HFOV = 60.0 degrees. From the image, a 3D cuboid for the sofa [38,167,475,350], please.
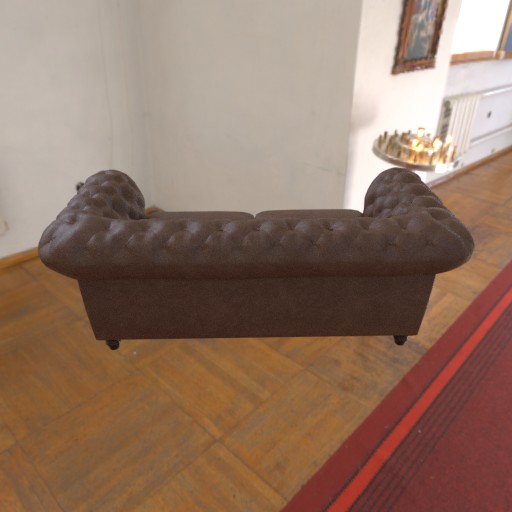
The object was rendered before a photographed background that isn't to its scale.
[{"bbox_3d":[0.000,0.000,2.509,2.048,0.784,0.955,-1,30,-1],"label":"sofa"}]
